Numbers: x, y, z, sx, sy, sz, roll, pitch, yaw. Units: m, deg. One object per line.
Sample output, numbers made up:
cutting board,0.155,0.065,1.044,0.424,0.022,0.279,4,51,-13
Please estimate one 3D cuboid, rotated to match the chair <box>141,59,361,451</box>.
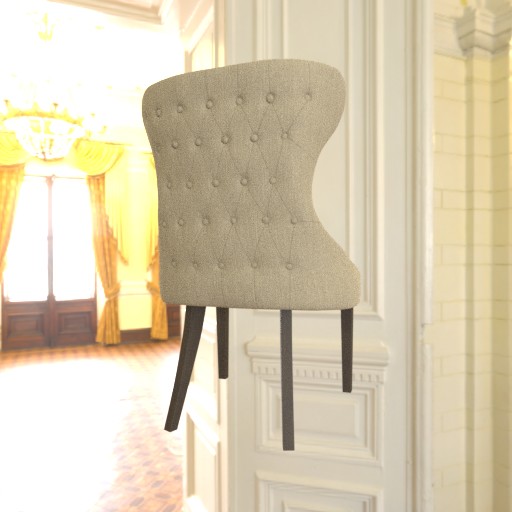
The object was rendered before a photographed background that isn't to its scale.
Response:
chair,0.000,0.000,1.382,0.628,0.967,0.635,0,1,20
